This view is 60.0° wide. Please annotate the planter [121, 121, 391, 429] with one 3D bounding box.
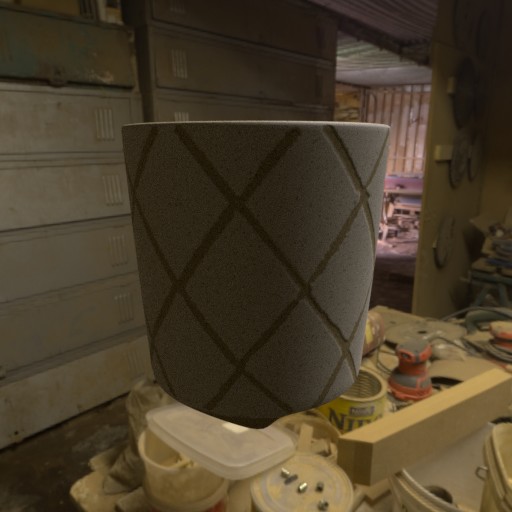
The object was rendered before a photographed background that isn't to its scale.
[{"bbox_3d":[0.000,0.000,0.419,0.228,0.235,0.228,0,14,0],"label":"planter"}]
